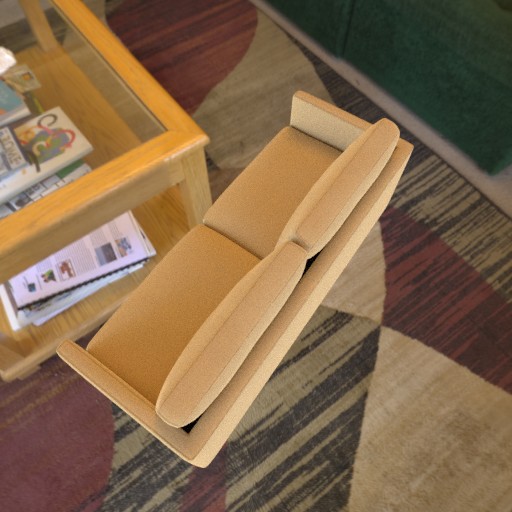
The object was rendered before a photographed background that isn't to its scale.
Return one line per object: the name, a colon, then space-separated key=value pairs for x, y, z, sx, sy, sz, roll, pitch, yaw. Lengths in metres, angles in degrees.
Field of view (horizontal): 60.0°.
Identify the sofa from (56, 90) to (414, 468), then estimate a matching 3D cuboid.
sofa: x=0.000 y=0.000 z=2.845 sx=0.951 sy=0.968 sz=2.361 roll=32 pitch=67 yaw=16
